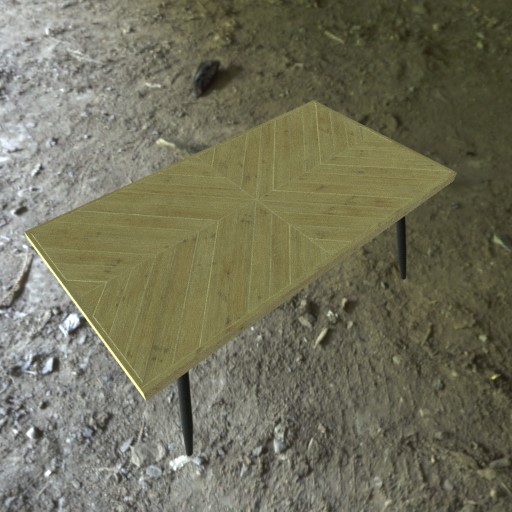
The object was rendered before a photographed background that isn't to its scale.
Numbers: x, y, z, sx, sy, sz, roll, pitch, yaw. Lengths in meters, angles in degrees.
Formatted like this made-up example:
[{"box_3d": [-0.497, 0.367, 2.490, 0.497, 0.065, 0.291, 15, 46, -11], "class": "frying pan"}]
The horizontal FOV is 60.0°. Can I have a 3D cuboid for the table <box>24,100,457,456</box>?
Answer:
[{"box_3d": [0.000, 0.000, 2.346, 1.803, 0.762, 0.991, -32, 54, -27], "class": "table"}]
